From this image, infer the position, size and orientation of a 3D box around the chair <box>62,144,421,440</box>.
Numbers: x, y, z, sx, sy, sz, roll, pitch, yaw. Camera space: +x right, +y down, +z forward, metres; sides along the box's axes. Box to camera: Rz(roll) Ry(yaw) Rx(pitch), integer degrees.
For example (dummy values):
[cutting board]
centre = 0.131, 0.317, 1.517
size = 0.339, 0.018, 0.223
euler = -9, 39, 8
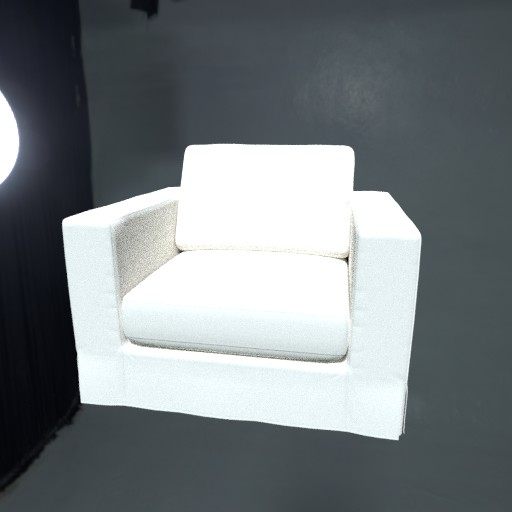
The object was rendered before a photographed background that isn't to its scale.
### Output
[chair]
centre = 0.000, 0.000, 1.811
size = 1.150, 0.878, 0.957
euler = 3, 15, 10
